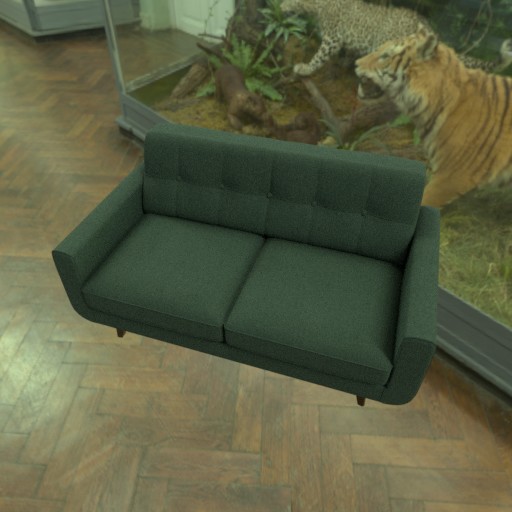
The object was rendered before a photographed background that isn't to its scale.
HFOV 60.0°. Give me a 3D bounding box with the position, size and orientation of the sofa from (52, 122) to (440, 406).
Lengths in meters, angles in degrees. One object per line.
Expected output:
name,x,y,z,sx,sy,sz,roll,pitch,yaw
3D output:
sofa,0.000,0.000,2.152,1.631,0.841,0.909,12,43,13
